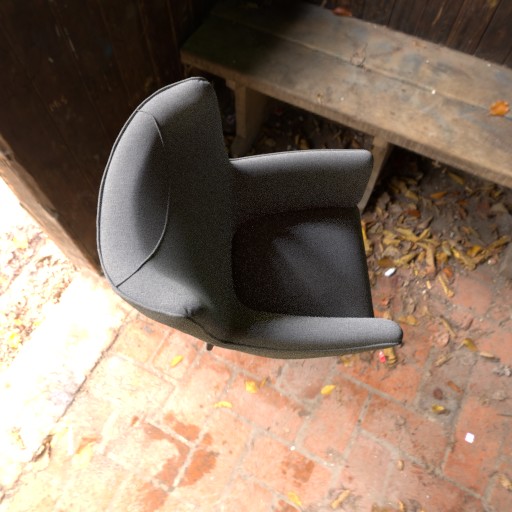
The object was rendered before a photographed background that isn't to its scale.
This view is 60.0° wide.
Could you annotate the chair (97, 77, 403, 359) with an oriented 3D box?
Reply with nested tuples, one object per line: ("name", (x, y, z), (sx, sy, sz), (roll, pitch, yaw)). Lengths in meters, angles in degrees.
("chair", (0.000, 0.000, 1.603), (0.888, 0.933, 0.781), (-1, 64, 0))
